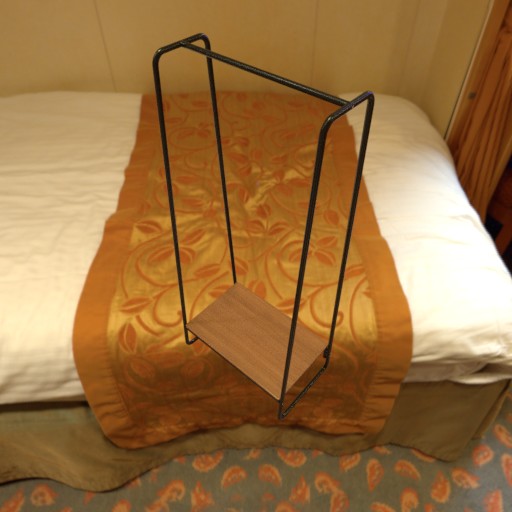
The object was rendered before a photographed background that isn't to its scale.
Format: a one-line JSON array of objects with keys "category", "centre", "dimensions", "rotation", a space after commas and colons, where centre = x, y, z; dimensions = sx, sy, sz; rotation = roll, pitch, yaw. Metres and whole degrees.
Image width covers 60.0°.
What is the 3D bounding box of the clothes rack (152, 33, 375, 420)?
[{"category": "clothes rack", "centre": [0.000, 0.000, 1.770], "dimensions": [0.640, 1.500, 0.400], "rotation": [32, 54, 27]}]
